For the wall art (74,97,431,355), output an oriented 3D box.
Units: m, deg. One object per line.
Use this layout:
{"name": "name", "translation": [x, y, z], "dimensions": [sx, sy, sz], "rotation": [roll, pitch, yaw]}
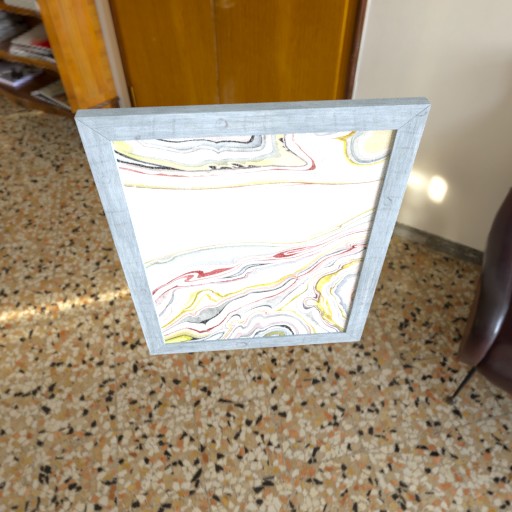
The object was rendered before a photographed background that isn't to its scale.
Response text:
{"name": "wall art", "translation": [0.000, 0.000, 0.810], "dimensions": [0.479, 0.582, 0.022], "rotation": [-3, 46, -3]}
